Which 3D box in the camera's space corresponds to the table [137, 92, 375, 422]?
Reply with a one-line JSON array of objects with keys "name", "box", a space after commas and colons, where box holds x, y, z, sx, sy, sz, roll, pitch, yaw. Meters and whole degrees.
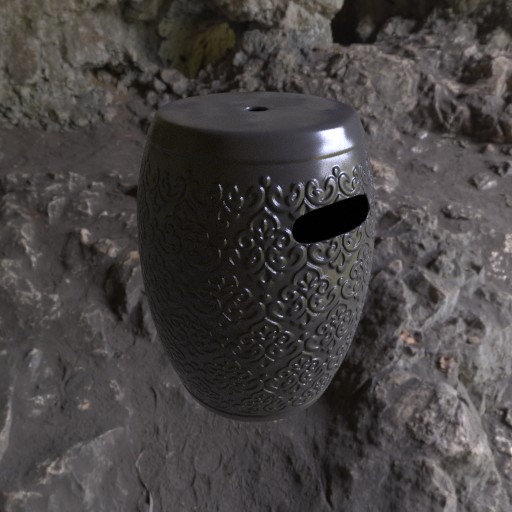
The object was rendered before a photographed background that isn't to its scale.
[{"name": "table", "box": [0.000, 0.000, 0.612, 0.309, 0.397, 0.309, 0, 30, 0]}]
